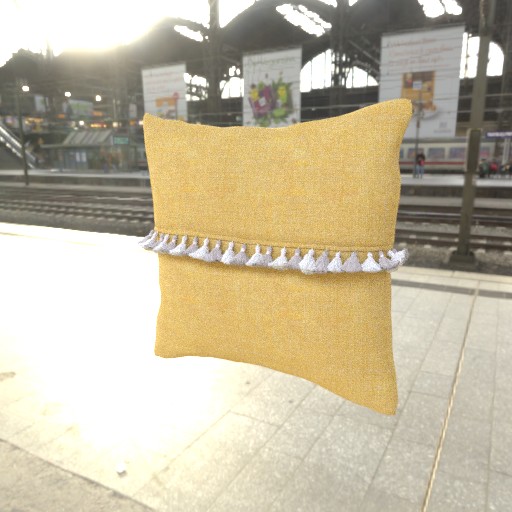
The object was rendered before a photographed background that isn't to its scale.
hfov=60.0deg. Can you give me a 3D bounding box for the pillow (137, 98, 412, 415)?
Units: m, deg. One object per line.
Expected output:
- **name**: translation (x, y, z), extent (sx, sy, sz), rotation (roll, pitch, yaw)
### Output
- **pillow**: translation (0.000, 0.000, 0.743), extent (0.485, 0.481, 0.167), rotation (6, 14, 26)
